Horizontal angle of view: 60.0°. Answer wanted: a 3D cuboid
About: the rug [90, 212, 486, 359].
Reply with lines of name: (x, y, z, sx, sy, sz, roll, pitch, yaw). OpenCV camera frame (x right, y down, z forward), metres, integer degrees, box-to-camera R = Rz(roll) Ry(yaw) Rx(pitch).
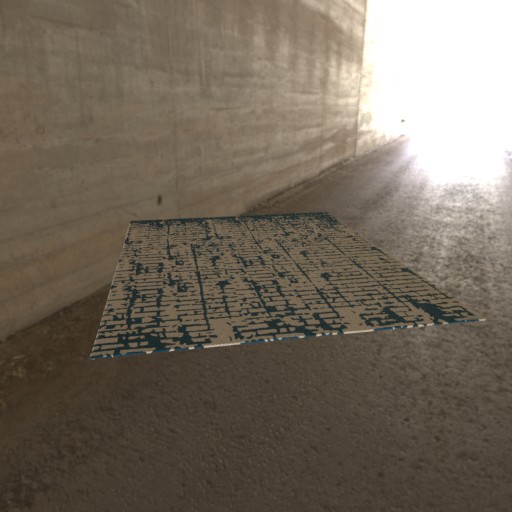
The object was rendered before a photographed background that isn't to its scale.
rug: (0.000, 0.000, 4.013, 2.416, 0.014, 3.017, -4, 19, -10)
